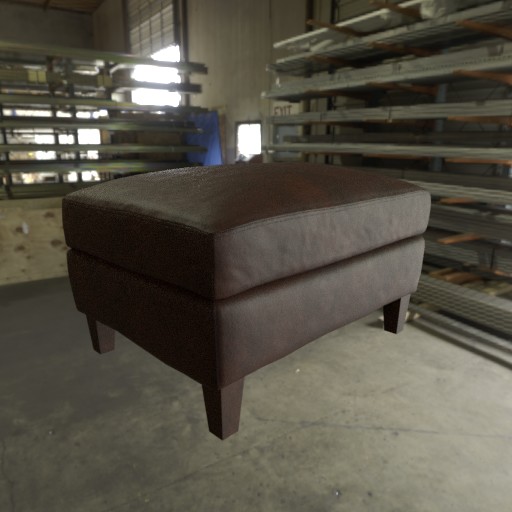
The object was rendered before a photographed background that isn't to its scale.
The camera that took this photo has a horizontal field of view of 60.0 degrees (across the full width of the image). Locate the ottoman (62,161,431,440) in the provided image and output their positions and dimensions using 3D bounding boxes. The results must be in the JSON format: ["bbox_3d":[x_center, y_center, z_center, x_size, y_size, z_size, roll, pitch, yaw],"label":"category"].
[{"bbox_3d":[0.000,0.000,1.277,0.659,0.527,0.887,14,20,43],"label":"ottoman"}]
